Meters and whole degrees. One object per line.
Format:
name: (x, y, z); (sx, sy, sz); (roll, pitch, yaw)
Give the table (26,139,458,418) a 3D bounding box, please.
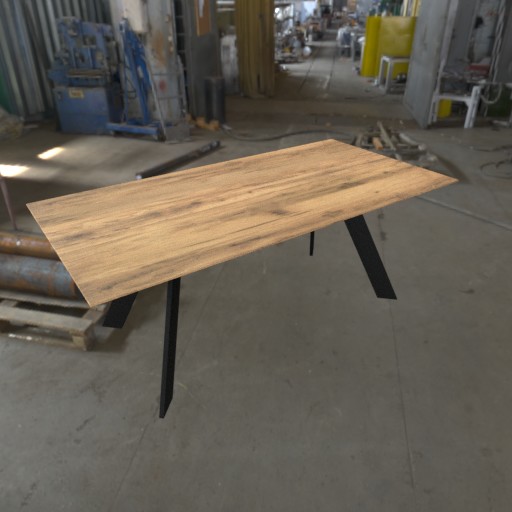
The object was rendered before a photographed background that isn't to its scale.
table: (0.000, 0.000, 2.468); (2.000, 0.770, 1.000); (-19, 35, -30)
